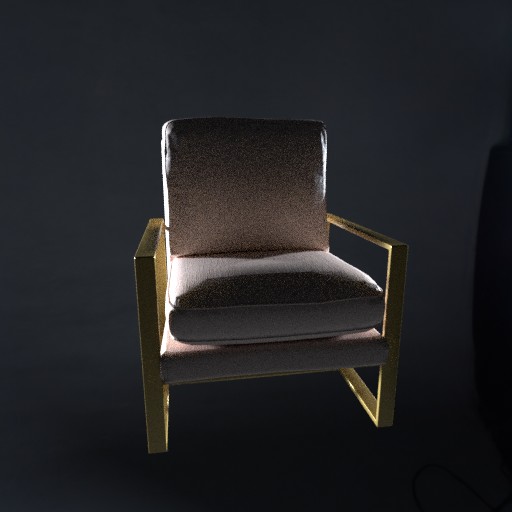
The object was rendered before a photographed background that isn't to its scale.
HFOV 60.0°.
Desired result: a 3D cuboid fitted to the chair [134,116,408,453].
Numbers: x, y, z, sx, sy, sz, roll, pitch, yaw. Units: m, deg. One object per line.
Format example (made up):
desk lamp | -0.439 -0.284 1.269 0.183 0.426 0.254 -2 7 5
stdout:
chair | 0.000 0.000 1.568 0.758 0.956 0.813 -3 16 -9
